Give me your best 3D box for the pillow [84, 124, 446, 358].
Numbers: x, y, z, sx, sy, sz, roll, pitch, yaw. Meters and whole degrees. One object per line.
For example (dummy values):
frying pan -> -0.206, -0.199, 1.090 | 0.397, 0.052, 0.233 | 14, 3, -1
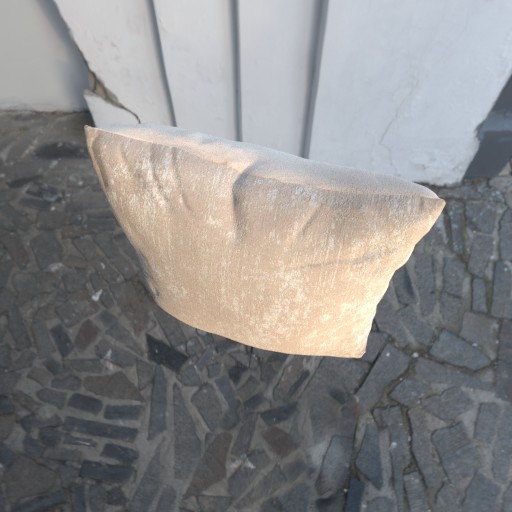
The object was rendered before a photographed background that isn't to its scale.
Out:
pillow -> 0.000, 0.000, 0.709 | 0.450, 0.448, 0.245 | 16, 59, 10
